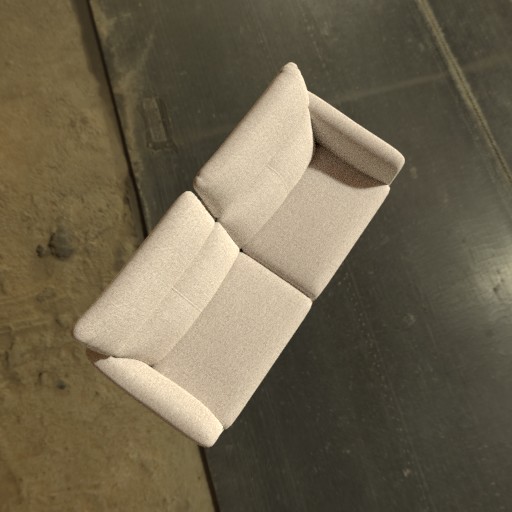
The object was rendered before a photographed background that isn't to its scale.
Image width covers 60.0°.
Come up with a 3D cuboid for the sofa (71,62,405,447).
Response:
[{"bbox_3d":[0.000,0.000,2.560,0.856,0.956,2.015,34,78,9],"label":"sofa"}]
